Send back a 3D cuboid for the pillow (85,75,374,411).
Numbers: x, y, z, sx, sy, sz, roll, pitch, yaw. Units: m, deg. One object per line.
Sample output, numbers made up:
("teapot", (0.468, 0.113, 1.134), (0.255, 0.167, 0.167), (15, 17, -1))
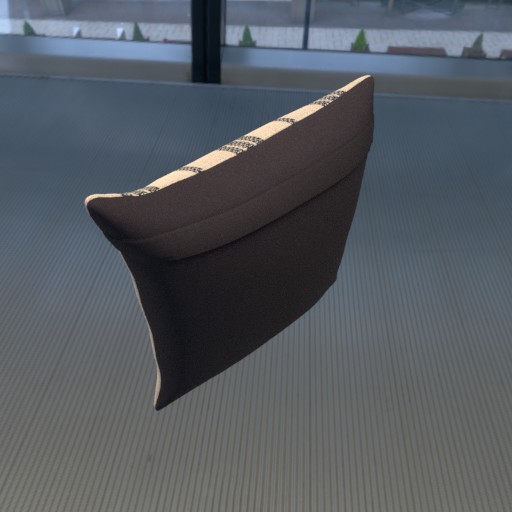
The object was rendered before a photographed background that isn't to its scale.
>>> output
("pillow", (0.000, 0.000, 0.626), (0.405, 0.406, 0.173), (-32, 54, -27))
